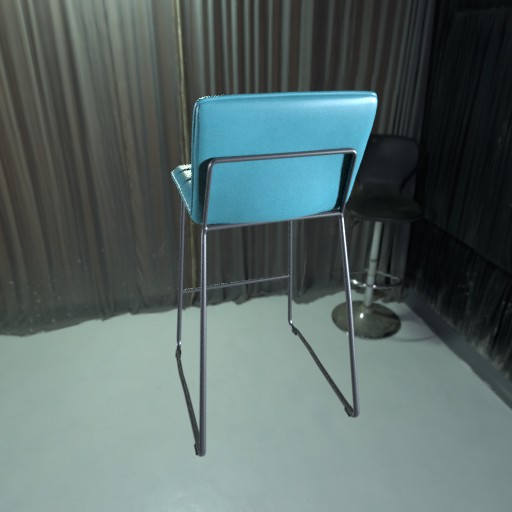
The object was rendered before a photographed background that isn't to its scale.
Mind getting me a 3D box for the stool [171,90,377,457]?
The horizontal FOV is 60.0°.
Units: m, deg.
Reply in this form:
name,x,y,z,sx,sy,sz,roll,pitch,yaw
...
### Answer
name,x,y,z,sx,sy,sz,roll,pitch,yaw
stool,0.000,0.000,1.276,0.489,0.936,0.524,-8,27,-15
